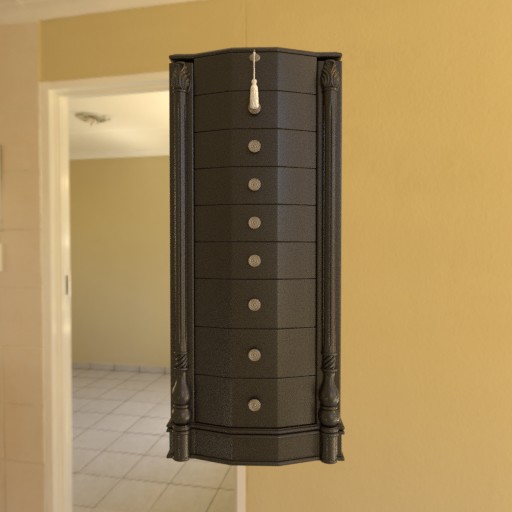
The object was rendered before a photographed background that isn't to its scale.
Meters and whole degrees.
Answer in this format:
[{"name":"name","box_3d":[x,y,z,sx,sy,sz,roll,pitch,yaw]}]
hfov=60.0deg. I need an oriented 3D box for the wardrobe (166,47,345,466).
[{"name":"wardrobe","box_3d":[0.000,0.000,1.177,0.444,1.011,0.295,0,1,2]}]
